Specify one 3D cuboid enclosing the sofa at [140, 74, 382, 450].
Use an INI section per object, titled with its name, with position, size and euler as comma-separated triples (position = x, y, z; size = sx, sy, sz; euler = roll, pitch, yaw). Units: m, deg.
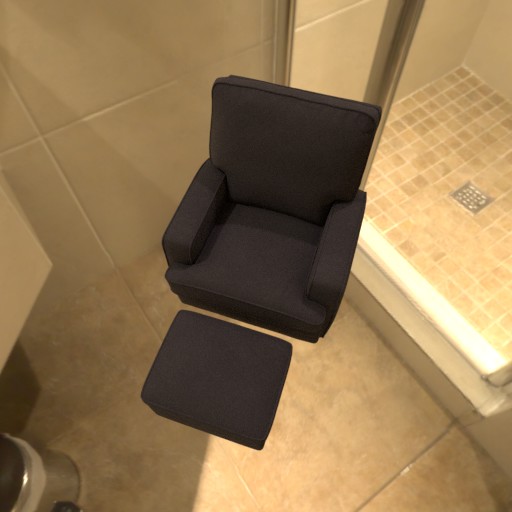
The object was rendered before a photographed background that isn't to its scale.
[sofa]
position = 0.000, 0.000, 2.027
size = 0.861, 0.959, 1.472
euler = 16, 60, 9
